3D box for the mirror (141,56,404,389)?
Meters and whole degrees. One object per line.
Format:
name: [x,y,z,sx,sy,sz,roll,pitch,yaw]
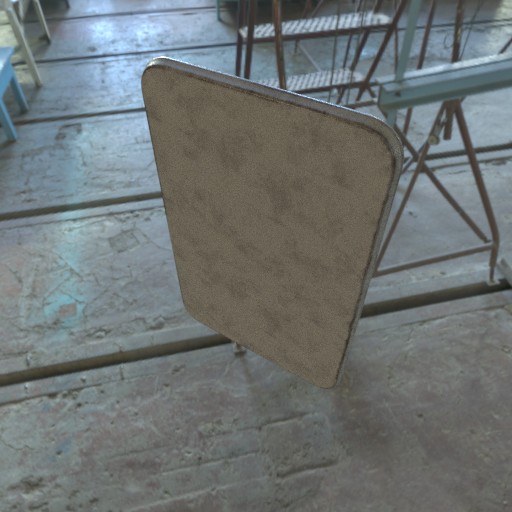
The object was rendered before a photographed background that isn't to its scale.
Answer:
mirror: [0.000,0.000,0.894,0.461,0.713,0.024,24,51,21]
